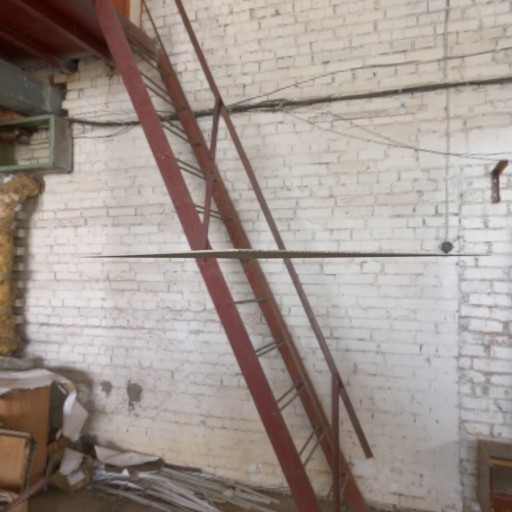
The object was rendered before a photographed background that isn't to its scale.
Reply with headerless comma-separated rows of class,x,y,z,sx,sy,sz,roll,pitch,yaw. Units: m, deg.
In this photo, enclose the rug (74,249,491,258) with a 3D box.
rug,0.000,0.000,3.854,2.312,0.013,2.940,1,-1,-36
